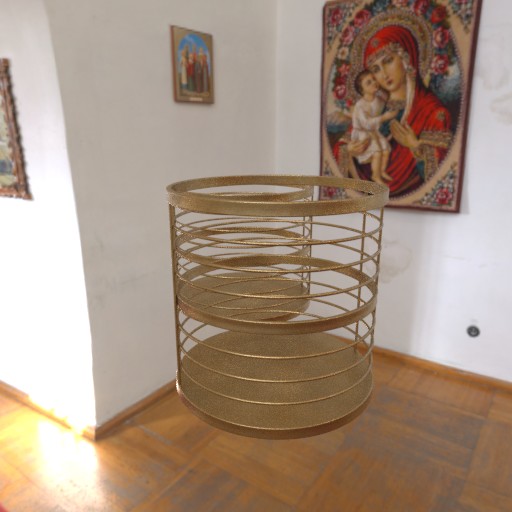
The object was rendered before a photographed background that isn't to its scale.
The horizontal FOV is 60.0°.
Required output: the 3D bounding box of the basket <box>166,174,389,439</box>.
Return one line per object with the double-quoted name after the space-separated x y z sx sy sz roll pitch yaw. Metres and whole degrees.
0.000 0.000 0.958 0.356 0.351 0.746 -3 16 -10 "basket"
